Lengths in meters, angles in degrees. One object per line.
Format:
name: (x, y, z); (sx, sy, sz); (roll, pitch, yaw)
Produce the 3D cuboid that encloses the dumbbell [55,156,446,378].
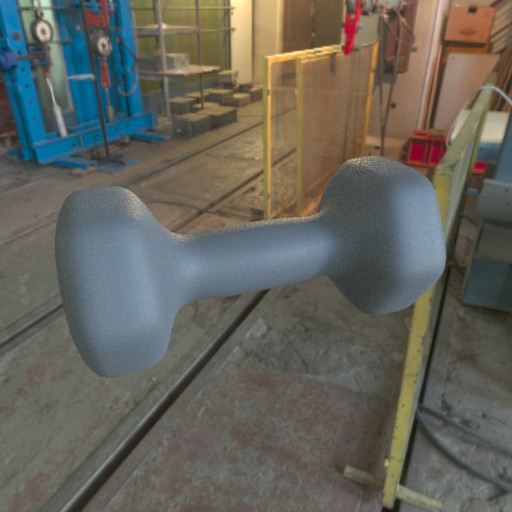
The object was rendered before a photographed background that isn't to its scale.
dumbbell: (0.000, 0.000, 0.226); (0.184, 0.081, 0.090); (-9, 31, -16)
